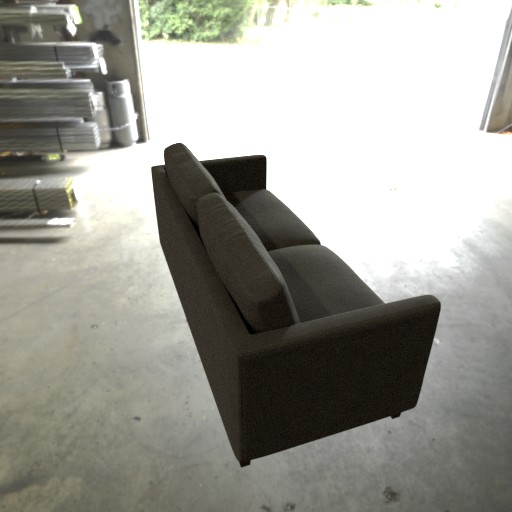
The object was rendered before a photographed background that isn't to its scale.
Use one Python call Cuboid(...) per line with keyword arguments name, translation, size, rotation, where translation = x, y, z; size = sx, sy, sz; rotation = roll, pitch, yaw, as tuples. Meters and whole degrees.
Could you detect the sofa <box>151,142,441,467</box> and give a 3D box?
Cuboid(name="sofa", translation=(0.000, 0.000, 2.741), size=(0.951, 0.965, 2.208), rotation=(-10, 32, -17))
